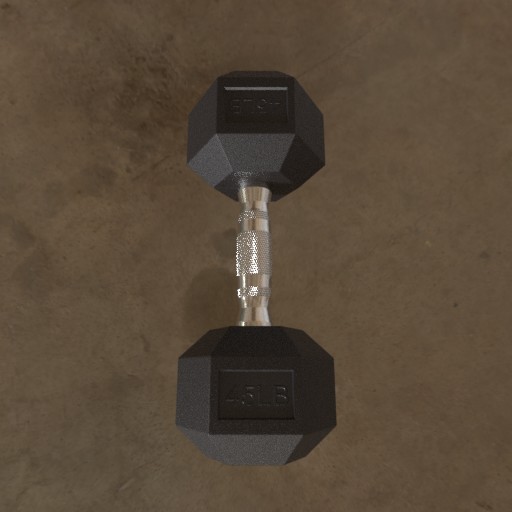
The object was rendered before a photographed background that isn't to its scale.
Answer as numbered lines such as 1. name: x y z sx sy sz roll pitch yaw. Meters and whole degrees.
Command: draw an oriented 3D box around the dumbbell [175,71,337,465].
1. dumbbell: 0.000 0.000 0.426 0.141 0.123 0.356 0 75 0
